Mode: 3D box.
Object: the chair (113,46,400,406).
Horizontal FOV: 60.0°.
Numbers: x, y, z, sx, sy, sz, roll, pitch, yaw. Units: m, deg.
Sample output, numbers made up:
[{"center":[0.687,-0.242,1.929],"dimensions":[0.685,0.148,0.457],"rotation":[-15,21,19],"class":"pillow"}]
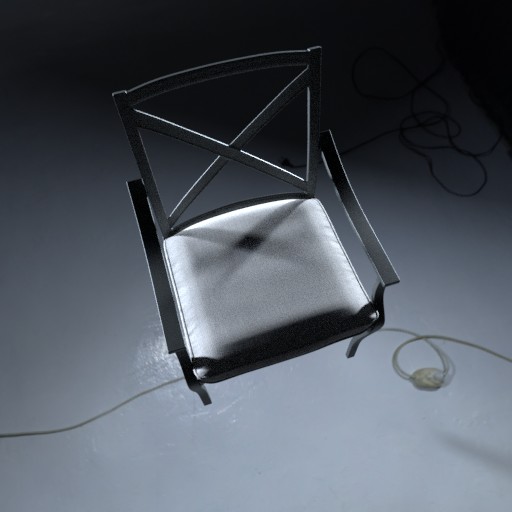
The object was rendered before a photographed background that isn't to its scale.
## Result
[{"center":[0.000,0.000,1.290],"dimensions":[0.575,0.889,0.620],"rotation":[-16,65,-8],"class":"chair"}]
